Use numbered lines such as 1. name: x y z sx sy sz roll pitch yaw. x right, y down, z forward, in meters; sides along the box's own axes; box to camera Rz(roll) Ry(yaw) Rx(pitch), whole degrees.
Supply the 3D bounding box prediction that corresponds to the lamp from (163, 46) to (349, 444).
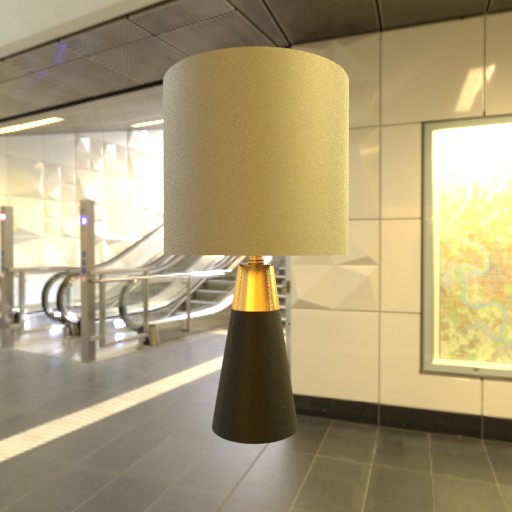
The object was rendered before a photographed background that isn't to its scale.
1. lamp: 0.000 0.000 0.754 0.308 0.580 0.308 0 1 0
